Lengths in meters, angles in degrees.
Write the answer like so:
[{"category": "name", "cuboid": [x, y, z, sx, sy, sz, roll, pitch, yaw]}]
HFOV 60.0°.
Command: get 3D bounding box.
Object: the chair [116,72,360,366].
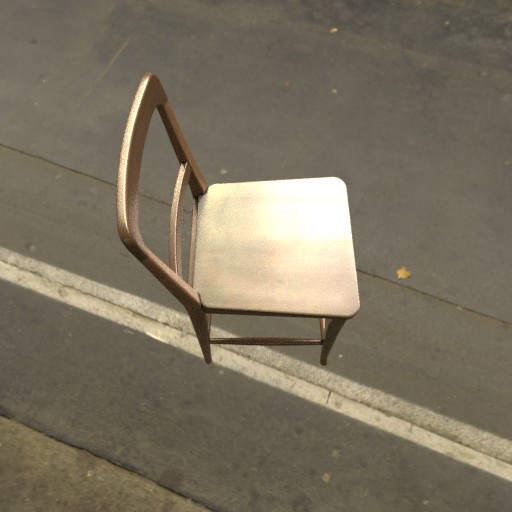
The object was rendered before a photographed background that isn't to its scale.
[{"category": "chair", "cuboid": [0.000, 0.000, 1.325, 0.546, 0.991, 0.450, 0, 63, 0]}]
